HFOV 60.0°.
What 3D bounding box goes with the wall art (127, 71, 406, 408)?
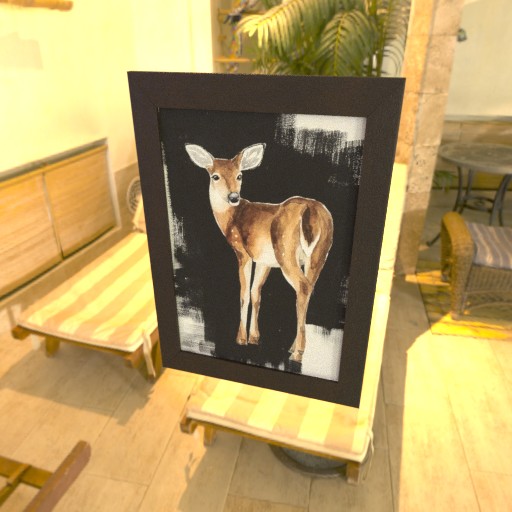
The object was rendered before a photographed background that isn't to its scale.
[{"bbox_3d":[0.000,0.000,0.667,0.359,0.508,0.013,8,28,15],"label":"wall art"}]
